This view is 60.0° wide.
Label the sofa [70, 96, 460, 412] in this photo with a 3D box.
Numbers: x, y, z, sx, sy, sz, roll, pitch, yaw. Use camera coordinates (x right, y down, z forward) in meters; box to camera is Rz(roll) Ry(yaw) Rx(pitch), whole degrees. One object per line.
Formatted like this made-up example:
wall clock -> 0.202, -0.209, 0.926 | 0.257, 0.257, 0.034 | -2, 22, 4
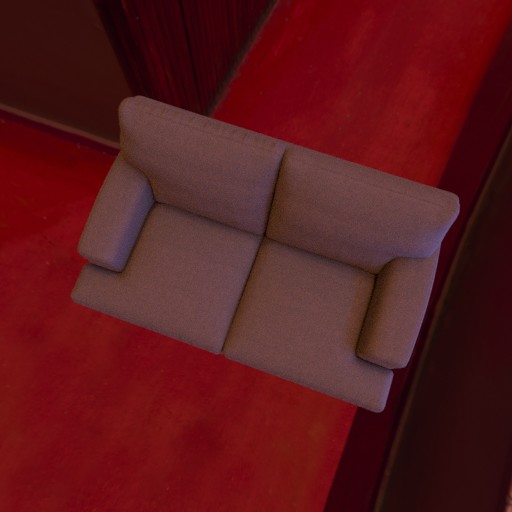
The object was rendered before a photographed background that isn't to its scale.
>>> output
sofa -> 0.000, 0.000, 2.462 | 1.869, 0.950, 1.140 | 19, 75, 5
